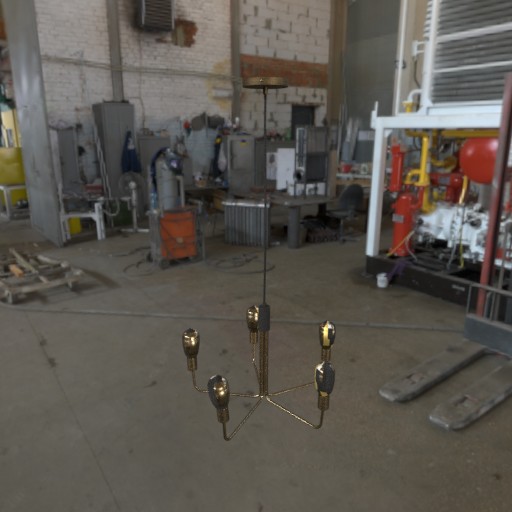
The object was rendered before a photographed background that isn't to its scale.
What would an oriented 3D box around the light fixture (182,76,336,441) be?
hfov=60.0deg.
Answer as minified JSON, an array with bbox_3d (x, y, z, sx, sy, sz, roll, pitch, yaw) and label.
[{"bbox_3d":[0.000,0.000,1.420,0.532,1.059,0.588,3,16,10],"label":"light fixture"}]
